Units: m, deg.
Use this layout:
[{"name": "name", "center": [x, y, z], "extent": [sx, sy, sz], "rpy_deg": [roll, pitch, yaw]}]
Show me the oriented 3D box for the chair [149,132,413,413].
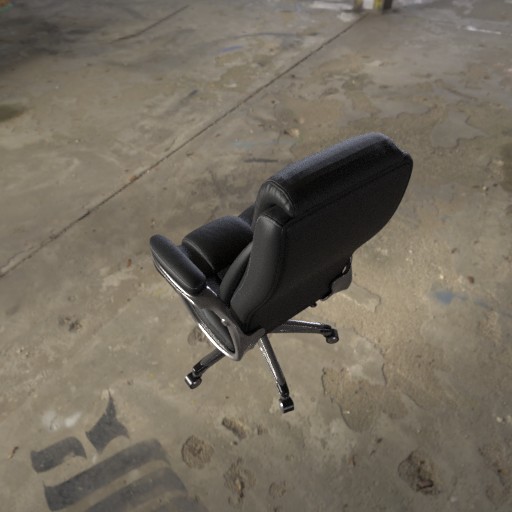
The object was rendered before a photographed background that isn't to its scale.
[{"name": "chair", "center": [0.000, 0.000, 1.682], "extent": [0.741, 1.167, 0.784], "rpy_deg": [-29, 51, -26]}]
